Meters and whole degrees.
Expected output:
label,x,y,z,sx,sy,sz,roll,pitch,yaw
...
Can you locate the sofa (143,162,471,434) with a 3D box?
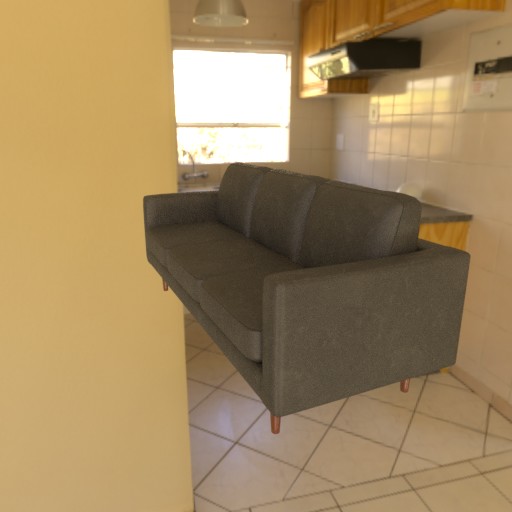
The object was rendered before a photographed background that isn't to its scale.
label,x,y,z,sx,sy,sz,roll,pitch,yaw
sofa,0.000,0.000,2.465,0.879,0.899,2.029,-8,18,-24
